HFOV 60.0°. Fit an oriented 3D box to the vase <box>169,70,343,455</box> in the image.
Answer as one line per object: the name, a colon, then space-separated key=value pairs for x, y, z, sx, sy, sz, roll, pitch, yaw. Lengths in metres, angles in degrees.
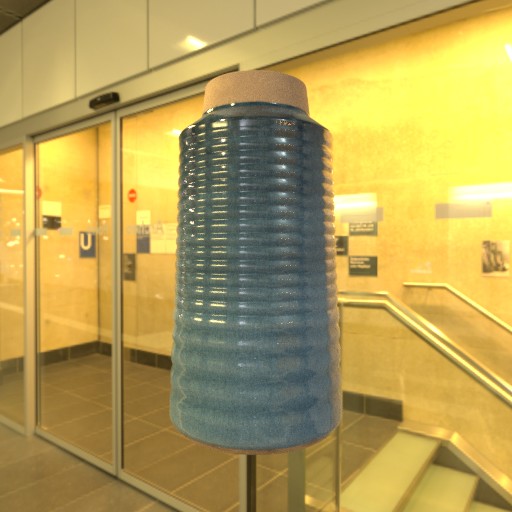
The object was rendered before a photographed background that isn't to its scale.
vase: x=0.000 y=0.000 z=0.424 sx=0.163 sy=0.316 sz=0.163 roll=0 pitch=1 yaw=0
